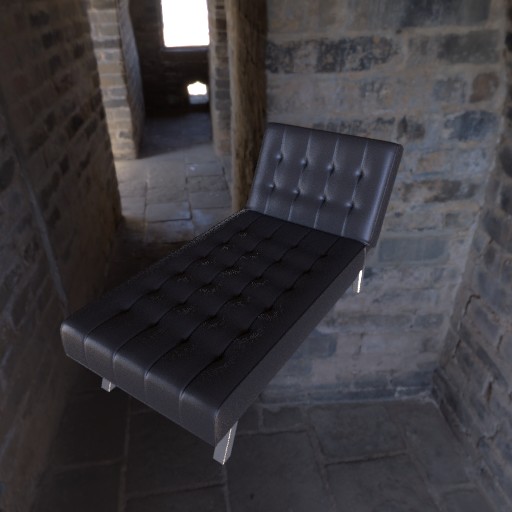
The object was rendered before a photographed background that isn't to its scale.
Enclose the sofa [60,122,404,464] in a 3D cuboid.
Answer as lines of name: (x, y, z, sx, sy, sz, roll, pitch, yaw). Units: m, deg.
sofa: (0.000, 0.000, 2.000, 0.760, 0.820, 1.560, 19, 36, 28)
